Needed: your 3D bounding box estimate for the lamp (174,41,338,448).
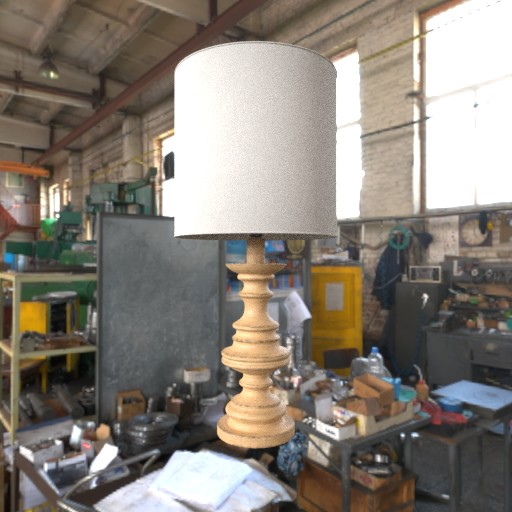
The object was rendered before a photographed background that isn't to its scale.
[{"bbox_3d":[0.000,0.000,0.574,0.208,0.455,0.208,0,0,18],"label":"lamp"}]
